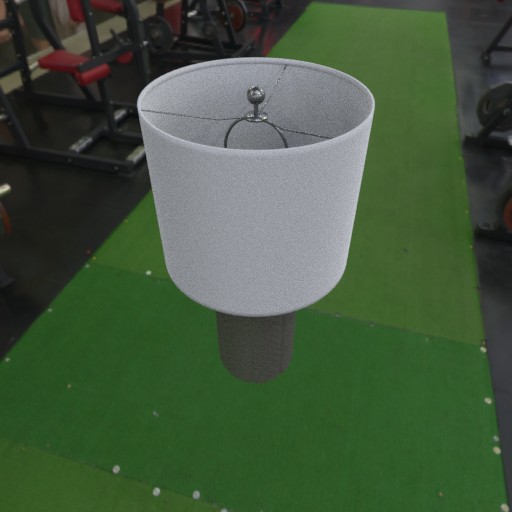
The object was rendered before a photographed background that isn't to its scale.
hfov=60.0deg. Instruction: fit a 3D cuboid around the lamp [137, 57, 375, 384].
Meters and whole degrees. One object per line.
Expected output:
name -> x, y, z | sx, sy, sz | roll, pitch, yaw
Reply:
lamp -> 0.000, 0.000, 0.509 | 0.203, 0.389, 0.203 | 13, 43, 14
